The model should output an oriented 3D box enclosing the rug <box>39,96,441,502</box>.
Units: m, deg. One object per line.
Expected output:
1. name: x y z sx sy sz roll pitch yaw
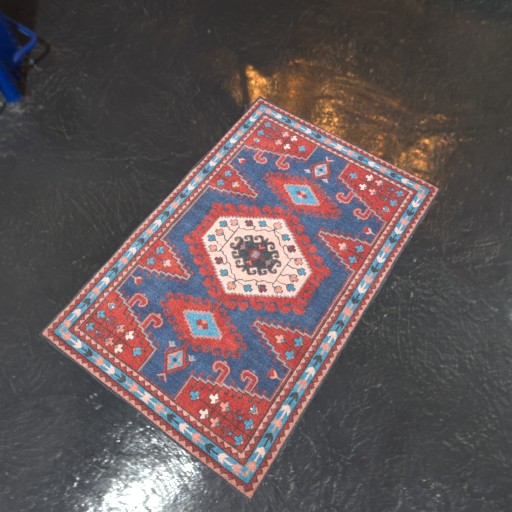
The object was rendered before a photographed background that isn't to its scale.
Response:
1. rug: 0.000 0.000 2.236 1.207 0.012 1.820 32 68 14
